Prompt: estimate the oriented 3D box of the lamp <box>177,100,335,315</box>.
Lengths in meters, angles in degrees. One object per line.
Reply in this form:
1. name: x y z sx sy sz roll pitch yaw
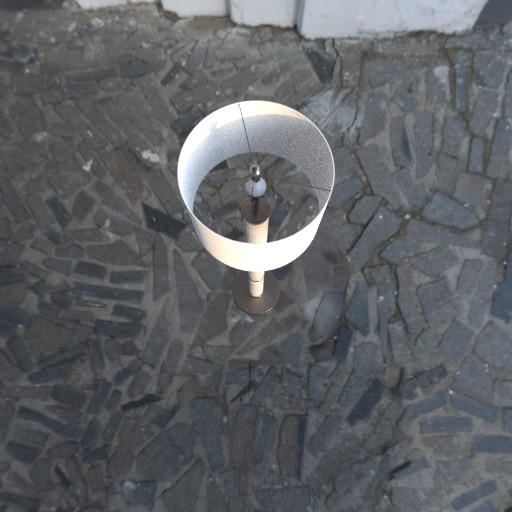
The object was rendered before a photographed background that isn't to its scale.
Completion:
1. lamp: 0.000 0.000 1.821 0.377 1.599 0.377 16 76 4
